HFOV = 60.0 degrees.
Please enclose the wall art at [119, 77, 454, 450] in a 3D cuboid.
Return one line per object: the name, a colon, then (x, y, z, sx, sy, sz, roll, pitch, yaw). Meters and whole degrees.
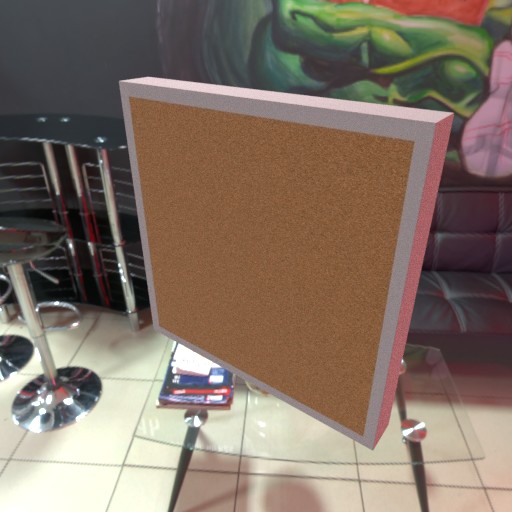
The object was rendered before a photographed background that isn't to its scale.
wall art: (0.000, 0.000, 0.438, 0.305, 0.305, 0.038, 20, 35, 31)
